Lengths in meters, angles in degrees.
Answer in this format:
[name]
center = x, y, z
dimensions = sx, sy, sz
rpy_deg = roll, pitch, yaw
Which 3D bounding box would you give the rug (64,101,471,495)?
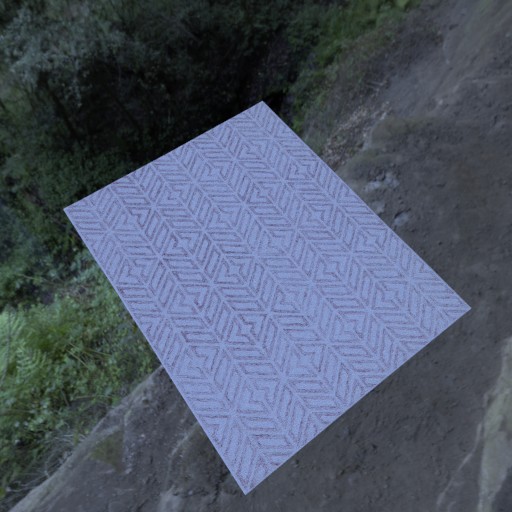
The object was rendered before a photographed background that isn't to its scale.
[rug]
center = 0.000, 0.000, 4.085
dimensions = 2.421, 0.008, 3.045
rpy_deg = -33, 68, -15
